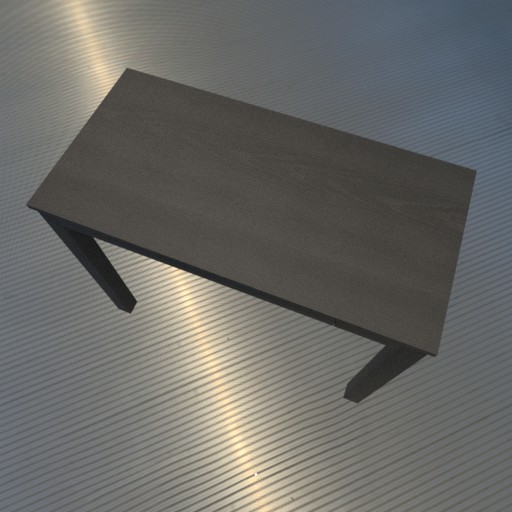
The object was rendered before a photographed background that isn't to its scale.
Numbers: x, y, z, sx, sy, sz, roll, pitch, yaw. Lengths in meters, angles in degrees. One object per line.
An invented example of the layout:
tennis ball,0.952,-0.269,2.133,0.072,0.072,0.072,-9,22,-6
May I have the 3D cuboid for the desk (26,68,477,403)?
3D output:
desk,0.000,0.000,1.427,0.991,0.762,0.499,19,65,9
